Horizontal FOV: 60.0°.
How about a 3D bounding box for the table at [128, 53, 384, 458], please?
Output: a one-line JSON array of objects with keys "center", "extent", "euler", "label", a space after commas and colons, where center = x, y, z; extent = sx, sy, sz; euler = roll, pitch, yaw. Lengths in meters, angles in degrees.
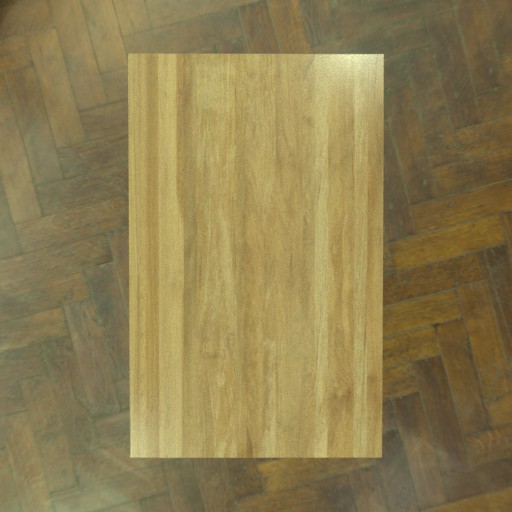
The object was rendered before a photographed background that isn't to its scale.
[{"center": [0.000, 0.000, 1.426], "extent": [0.692, 0.441, 1.100], "euler": [0, 91, 0], "label": "table"}]
